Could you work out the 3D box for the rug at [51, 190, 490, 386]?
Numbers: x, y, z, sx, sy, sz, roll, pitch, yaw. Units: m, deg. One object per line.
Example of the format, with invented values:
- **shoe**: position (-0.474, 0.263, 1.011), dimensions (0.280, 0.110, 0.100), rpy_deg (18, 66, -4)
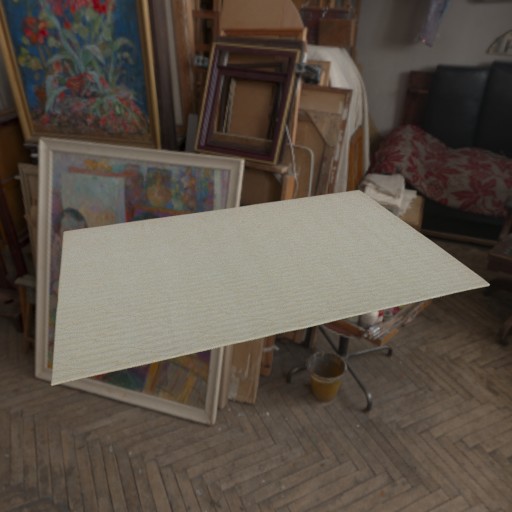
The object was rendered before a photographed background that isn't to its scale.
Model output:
- **rug**: position (0.000, 0.000, 2.921), dimensions (2.441, 0.014, 1.531), rpy_deg (-10, 33, -16)
